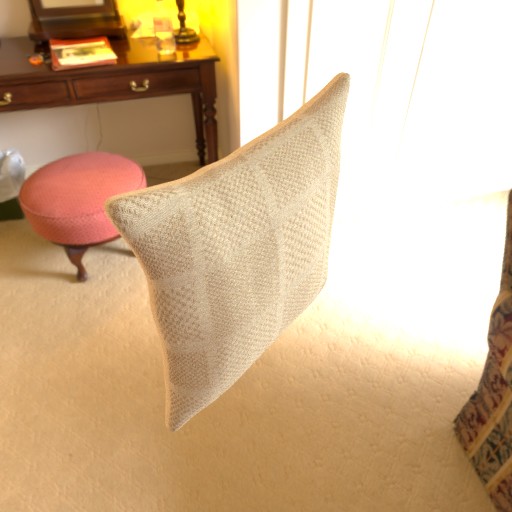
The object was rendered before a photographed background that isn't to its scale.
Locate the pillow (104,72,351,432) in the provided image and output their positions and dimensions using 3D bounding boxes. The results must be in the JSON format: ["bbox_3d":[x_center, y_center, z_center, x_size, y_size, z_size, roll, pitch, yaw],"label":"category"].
[{"bbox_3d":[0.000,0.000,0.676,0.138,0.432,0.436,29,50,28],"label":"pillow"}]
